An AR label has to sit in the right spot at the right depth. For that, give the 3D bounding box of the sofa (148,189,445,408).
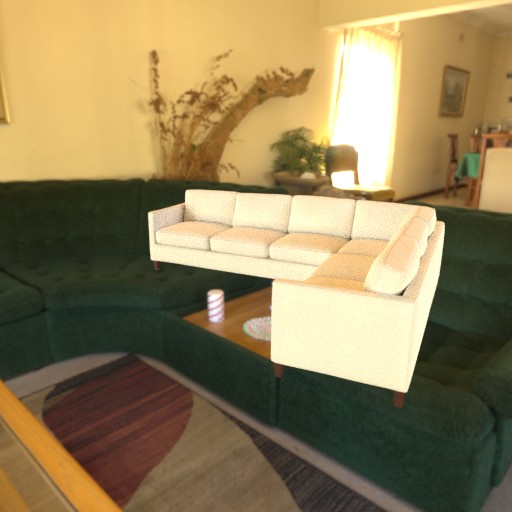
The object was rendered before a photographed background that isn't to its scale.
[{"bbox_3d":[0.000,0.000,4.401,3.302,0.947,2.593,8,18,25],"label":"sofa"}]
